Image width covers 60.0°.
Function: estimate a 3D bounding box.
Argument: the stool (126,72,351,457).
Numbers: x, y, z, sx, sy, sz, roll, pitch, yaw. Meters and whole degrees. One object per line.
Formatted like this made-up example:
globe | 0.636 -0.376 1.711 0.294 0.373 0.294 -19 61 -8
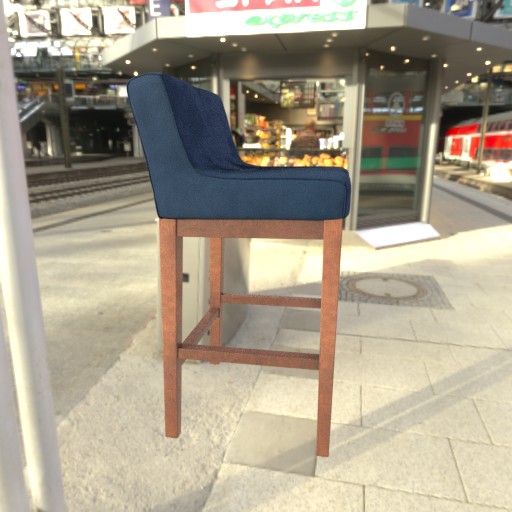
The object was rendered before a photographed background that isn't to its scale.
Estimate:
stool | 0.000 0.000 1.284 0.516 0.945 0.511 3 14 10
